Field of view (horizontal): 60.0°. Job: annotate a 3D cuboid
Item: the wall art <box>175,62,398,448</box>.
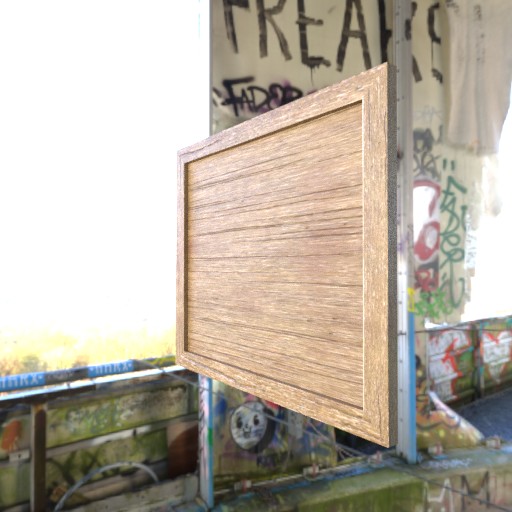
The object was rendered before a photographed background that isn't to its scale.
[{"bbox_3d":[0.000,0.000,0.956,0.026,0.588,0.690,1,-1,-38],"label":"wall art"}]
